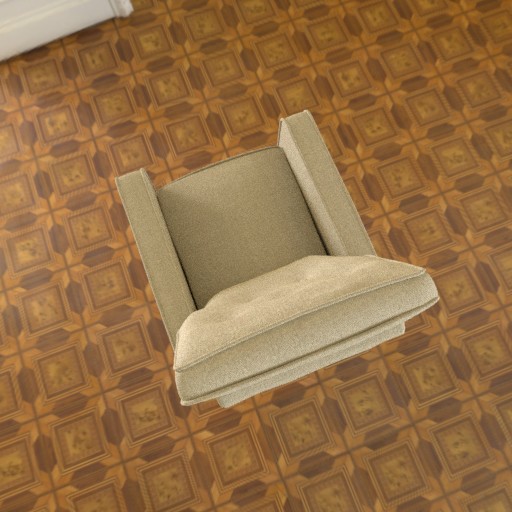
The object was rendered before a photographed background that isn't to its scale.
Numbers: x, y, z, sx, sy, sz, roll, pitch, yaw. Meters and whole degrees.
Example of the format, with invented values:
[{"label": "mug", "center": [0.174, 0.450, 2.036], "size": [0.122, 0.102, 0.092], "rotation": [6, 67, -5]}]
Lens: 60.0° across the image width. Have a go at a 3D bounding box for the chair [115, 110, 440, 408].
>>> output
[{"label": "chair", "center": [0.000, 0.000, 1.389], "size": [0.648, 0.888, 0.754], "rotation": [-21, 76, -5]}]
